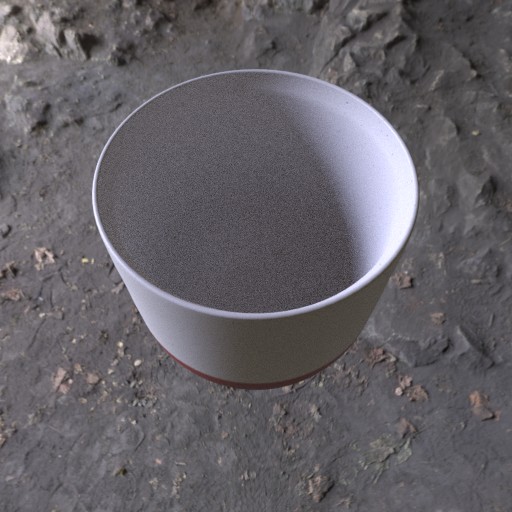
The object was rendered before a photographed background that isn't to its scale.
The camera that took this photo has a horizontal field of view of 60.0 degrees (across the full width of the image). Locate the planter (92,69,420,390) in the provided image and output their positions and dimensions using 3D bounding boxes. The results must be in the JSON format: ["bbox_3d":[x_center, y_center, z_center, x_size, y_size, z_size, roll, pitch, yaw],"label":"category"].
[{"bbox_3d":[0.000,0.000,0.479,0.268,0.270,0.268,0,58,0],"label":"planter"}]
